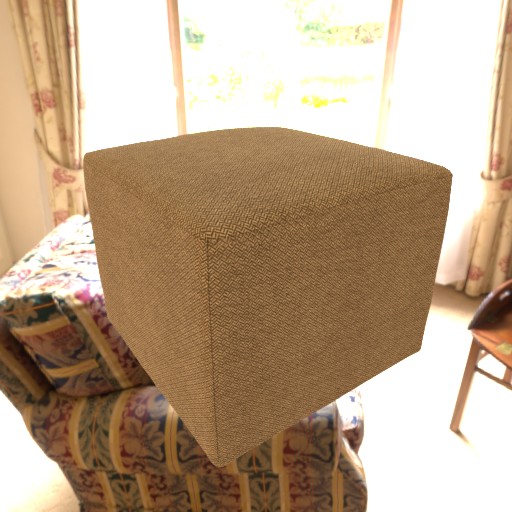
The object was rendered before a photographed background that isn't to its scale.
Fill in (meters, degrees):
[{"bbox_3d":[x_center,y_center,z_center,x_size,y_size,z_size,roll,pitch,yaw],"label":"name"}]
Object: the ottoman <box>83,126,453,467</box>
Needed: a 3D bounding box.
[{"bbox_3d":[0.000,0.000,0.905,0.512,0.453,0.519,-17,31,-31],"label":"ottoman"}]
